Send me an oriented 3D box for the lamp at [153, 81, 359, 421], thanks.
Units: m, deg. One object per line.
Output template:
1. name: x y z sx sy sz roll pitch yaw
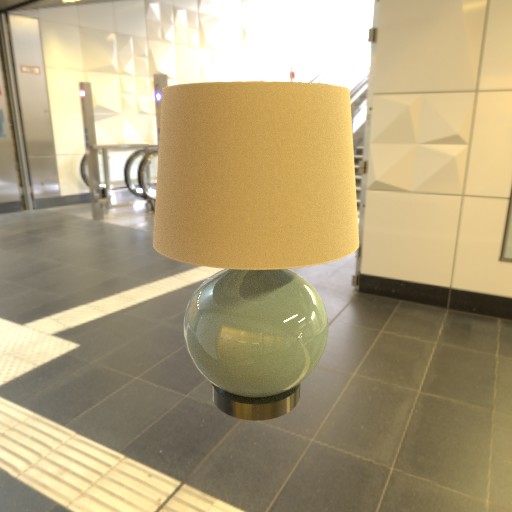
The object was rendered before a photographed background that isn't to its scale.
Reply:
1. lamp: 0.000 0.000 0.549 0.247 0.387 0.247 0 16 0
